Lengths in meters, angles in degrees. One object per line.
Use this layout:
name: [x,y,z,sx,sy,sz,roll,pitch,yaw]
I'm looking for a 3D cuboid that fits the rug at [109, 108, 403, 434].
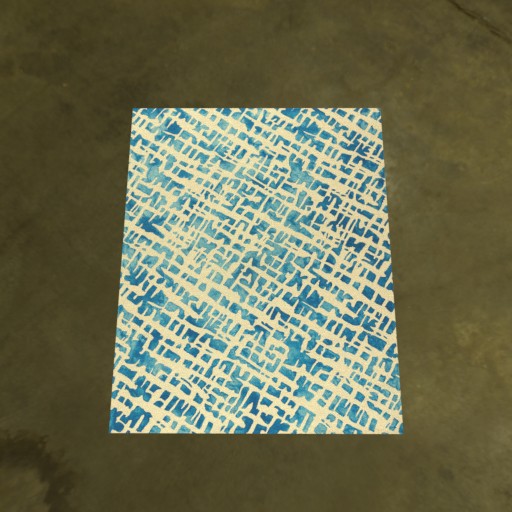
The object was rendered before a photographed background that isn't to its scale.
rug: [0.000,0.000,4.002,2.435,0.007,3.007,0,76,0]
